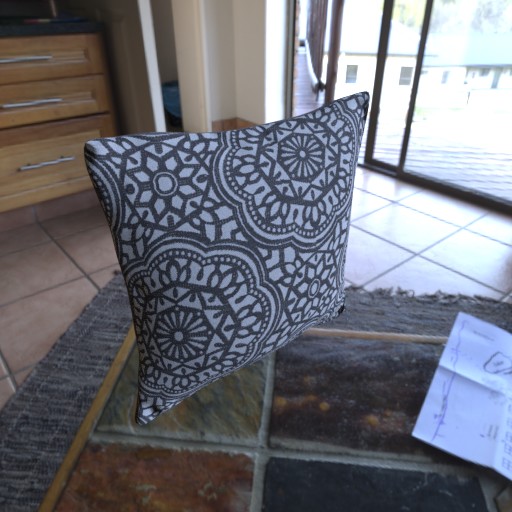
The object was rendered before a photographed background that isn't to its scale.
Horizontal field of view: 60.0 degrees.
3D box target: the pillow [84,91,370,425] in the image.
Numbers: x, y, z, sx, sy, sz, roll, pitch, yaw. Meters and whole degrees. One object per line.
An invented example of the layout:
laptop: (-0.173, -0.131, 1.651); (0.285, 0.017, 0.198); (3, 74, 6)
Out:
pillow: (0.000, 0.000, 0.650); (0.436, 0.417, 0.148); (-22, 37, -32)
